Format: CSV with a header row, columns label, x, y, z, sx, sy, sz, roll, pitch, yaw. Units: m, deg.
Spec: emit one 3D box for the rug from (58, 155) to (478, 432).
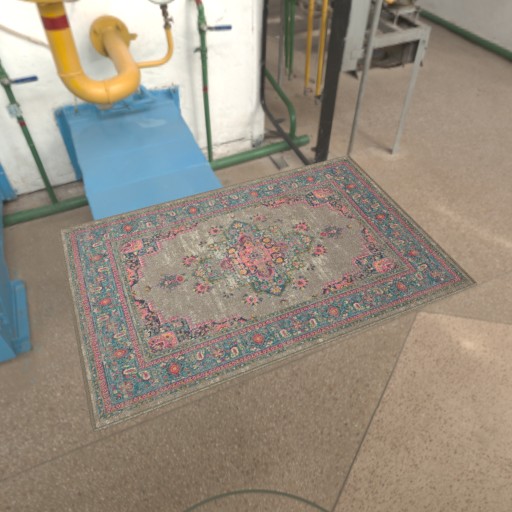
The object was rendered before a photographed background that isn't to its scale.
label,x,y,z,sx,sy,sz,roll,pitch,yaw
rug,0.000,0.000,2.171,1.748,0.014,1.144,-17,49,-16
